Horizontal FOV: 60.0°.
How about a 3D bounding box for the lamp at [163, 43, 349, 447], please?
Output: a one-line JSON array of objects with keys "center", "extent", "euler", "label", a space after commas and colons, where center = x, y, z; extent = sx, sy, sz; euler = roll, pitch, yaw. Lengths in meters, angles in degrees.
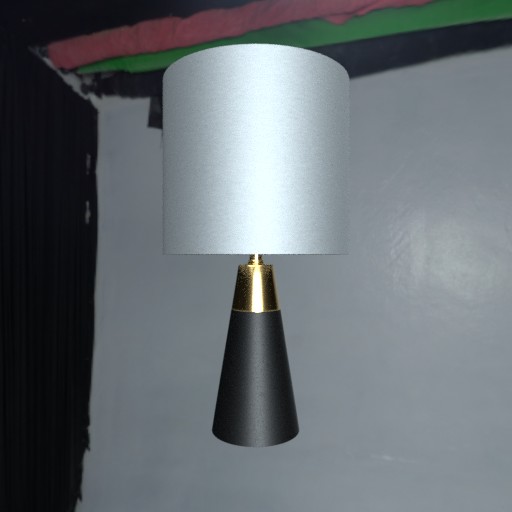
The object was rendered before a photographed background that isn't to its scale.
[{"center": [0.000, 0.000, 0.747], "extent": [0.308, 0.580, 0.308], "euler": [0, 0, 19], "label": "lamp"}]
